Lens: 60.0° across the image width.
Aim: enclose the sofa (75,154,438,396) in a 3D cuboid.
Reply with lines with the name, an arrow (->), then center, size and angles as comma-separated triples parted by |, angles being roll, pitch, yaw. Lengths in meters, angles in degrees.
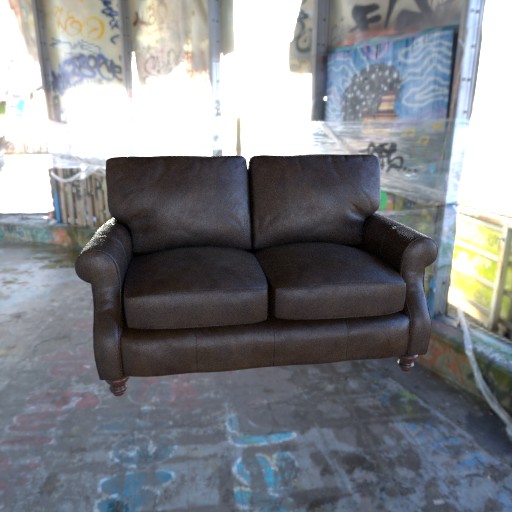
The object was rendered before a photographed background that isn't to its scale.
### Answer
sofa -> 0.000, 0.000, 2.262 | 1.616, 0.976, 0.990 | -2, 16, -8
